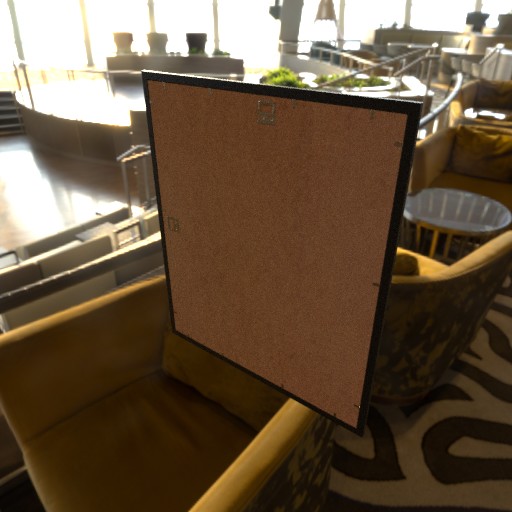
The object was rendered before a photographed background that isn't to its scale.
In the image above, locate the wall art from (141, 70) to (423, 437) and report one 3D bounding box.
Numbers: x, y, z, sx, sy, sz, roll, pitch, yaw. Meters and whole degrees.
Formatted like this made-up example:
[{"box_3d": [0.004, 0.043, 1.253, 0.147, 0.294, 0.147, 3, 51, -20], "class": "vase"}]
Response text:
[{"box_3d": [0.000, 0.000, 0.900, 0.559, 0.660, 0.018, 20, 35, 32], "class": "wall art"}]
